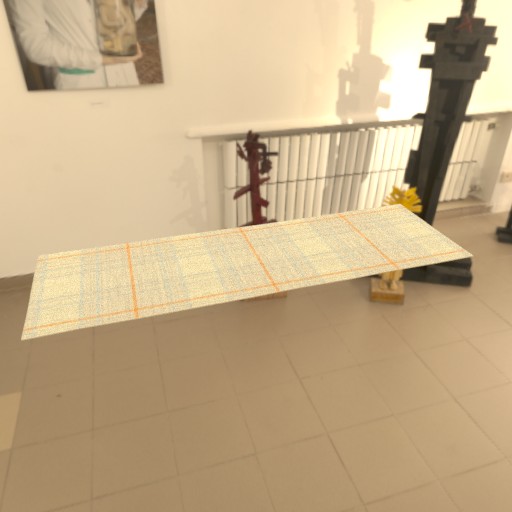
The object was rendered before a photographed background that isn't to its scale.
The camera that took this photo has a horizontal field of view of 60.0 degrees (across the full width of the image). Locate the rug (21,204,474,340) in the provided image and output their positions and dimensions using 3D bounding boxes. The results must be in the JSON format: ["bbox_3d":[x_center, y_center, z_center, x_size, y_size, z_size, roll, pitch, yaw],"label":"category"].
[{"bbox_3d":[0.000,0.000,2.606,2.442,0.016,0.770,-9,32,-15],"label":"rug"}]
